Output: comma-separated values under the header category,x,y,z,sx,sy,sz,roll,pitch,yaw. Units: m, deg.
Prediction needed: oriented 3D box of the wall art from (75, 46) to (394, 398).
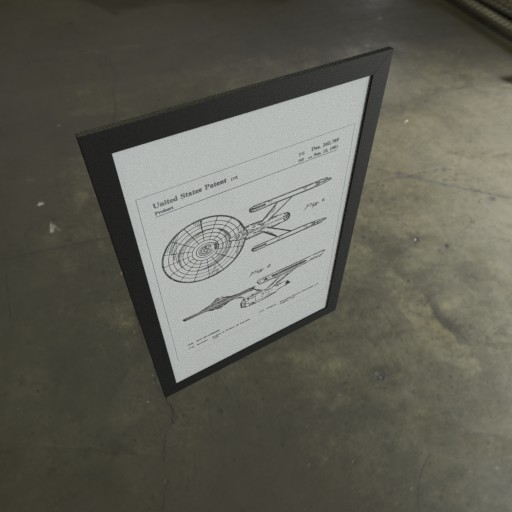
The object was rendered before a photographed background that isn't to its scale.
category,x,y,z,sx,sy,sz,roll,pitch,yaw
wall art,0.000,0.000,0.662,0.379,0.530,0.008,-23,52,-20
